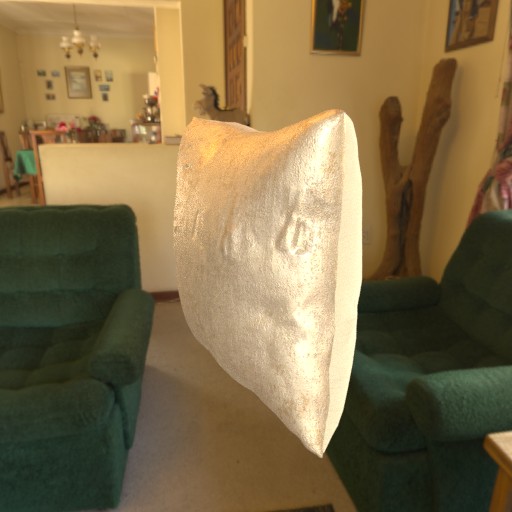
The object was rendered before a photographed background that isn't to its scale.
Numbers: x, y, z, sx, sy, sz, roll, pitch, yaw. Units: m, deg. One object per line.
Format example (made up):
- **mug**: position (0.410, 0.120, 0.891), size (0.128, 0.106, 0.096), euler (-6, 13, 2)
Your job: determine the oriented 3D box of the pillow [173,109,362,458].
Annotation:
- **pillow**: position (0.000, 0.000, 0.729), size (0.245, 0.448, 0.450), euler (-8, 19, -25)
